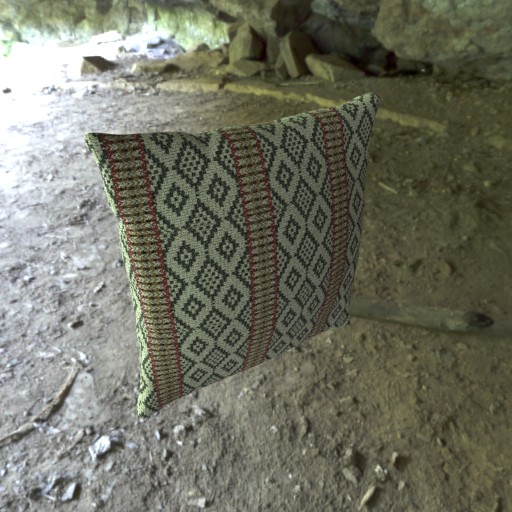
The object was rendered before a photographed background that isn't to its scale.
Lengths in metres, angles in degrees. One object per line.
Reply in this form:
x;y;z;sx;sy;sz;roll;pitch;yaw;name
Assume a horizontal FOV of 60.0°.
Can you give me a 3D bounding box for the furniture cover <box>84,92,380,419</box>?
0.000;0.000;0.785;0.503;0.506;0.182;-18;34;-28;furniture cover
